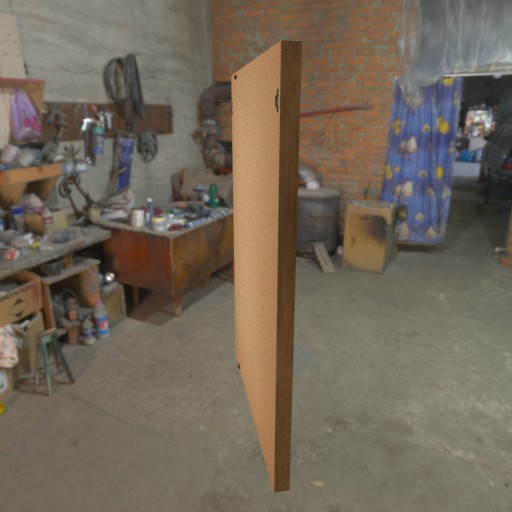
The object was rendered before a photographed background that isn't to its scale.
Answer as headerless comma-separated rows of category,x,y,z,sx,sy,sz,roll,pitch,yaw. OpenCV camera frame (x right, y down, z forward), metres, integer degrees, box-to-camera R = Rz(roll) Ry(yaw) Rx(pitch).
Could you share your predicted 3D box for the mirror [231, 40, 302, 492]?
mirror,0.000,0.000,1.139,0.041,0.915,0.609,-3,17,-10
